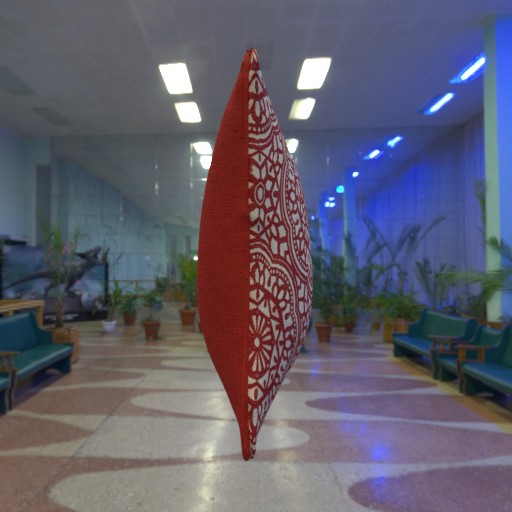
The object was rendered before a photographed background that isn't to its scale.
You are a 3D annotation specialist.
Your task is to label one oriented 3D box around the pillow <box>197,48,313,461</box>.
[{"bbox_3d":[0.000,0.000,0.663,0.162,0.419,0.438,0,-1,2],"label":"pillow"}]
